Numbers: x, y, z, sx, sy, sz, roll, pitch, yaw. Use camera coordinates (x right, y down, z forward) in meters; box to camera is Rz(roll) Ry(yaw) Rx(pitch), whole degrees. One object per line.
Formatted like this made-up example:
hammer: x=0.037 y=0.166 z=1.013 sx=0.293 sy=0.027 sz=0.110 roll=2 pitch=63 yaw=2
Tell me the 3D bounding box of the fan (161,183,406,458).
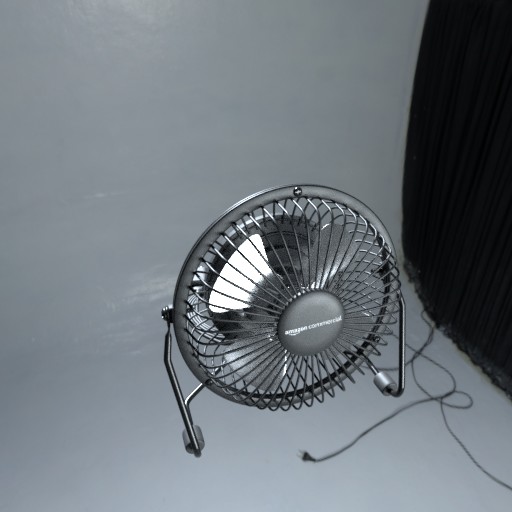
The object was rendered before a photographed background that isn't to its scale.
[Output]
fan: x=0.000 y=0.000 z=0.312 sx=0.153 sy=0.152 sz=0.202 roll=-10 pitch=34 yaw=-16
